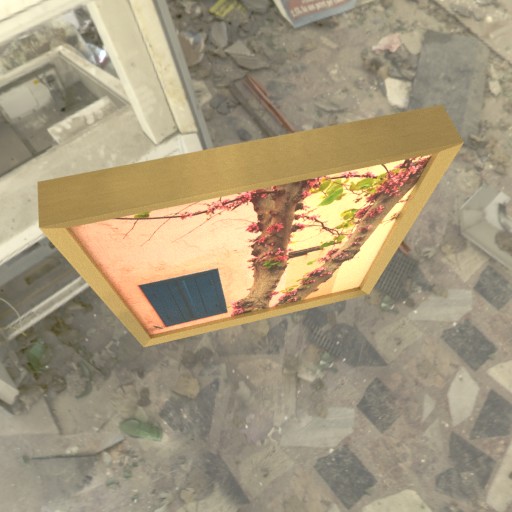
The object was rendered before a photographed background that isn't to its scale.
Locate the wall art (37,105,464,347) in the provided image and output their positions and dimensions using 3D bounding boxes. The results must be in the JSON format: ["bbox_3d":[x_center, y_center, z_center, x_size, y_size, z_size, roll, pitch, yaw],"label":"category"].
[{"bbox_3d":[0.000,0.000,0.453,0.304,0.305,0.038,-12,64,-6],"label":"wall art"}]
